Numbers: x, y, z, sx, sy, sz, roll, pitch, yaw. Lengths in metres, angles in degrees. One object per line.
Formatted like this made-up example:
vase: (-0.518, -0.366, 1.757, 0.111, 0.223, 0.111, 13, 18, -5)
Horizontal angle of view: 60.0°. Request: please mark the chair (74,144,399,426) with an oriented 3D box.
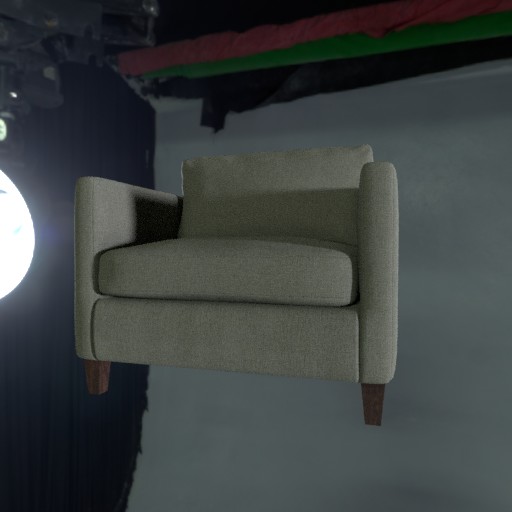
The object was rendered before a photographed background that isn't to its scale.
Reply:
chair: (0.000, 0.000, 1.823, 1.107, 0.963, 0.959, 0, 1, 17)
